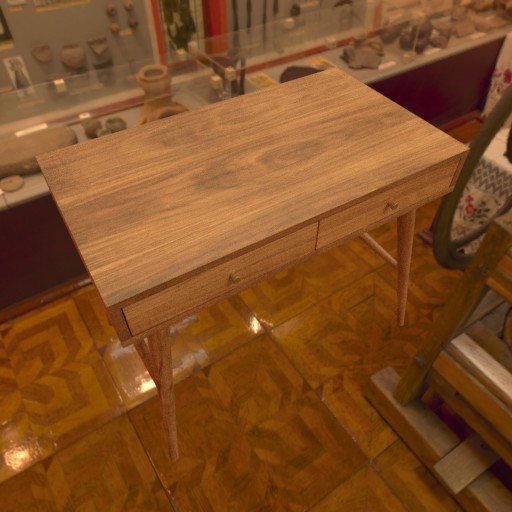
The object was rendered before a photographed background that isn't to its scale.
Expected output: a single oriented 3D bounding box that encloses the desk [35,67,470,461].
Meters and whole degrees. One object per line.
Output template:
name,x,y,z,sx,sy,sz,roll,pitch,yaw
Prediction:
desk,0.000,0.000,1.387,0.949,0.758,0.588,-24,52,-21
